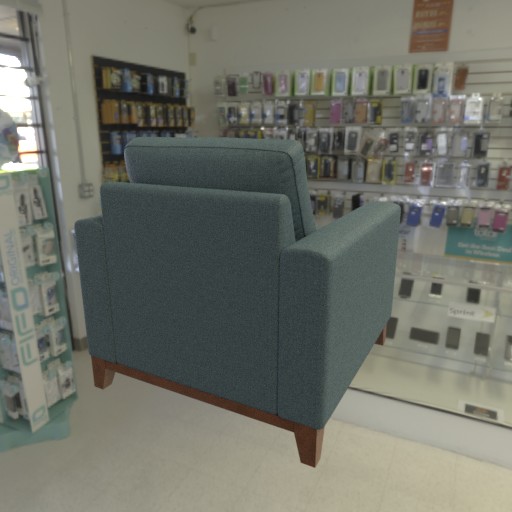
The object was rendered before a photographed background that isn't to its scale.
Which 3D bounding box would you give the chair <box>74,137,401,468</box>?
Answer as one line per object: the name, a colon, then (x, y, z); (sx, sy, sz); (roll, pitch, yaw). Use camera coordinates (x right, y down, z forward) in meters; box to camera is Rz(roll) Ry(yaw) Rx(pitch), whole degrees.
chair: (0.000, 0.000, 1.932); (1.024, 1.010, 1.038); (8, 18, 27)
